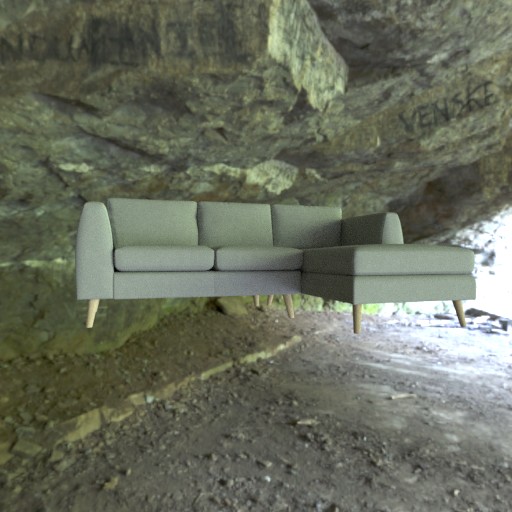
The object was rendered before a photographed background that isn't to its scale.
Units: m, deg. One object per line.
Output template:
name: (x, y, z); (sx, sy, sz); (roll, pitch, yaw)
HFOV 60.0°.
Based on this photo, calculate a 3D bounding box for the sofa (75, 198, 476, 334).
sofa: (0.000, 0.000, 3.053); (2.300, 0.860, 1.580); (0, 0, -18)
